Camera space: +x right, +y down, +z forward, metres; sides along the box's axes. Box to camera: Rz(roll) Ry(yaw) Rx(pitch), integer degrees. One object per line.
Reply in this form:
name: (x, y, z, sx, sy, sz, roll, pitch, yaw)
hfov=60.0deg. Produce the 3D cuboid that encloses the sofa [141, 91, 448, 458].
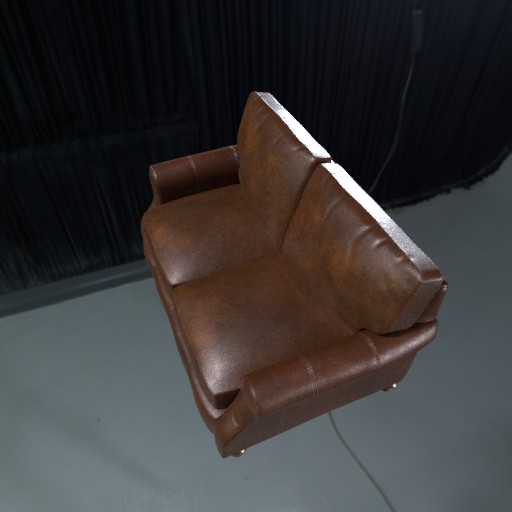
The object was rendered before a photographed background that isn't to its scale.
sofa: (0.000, 0.000, 2.206, 0.990, 0.976, 1.616, -17, 48, -16)
